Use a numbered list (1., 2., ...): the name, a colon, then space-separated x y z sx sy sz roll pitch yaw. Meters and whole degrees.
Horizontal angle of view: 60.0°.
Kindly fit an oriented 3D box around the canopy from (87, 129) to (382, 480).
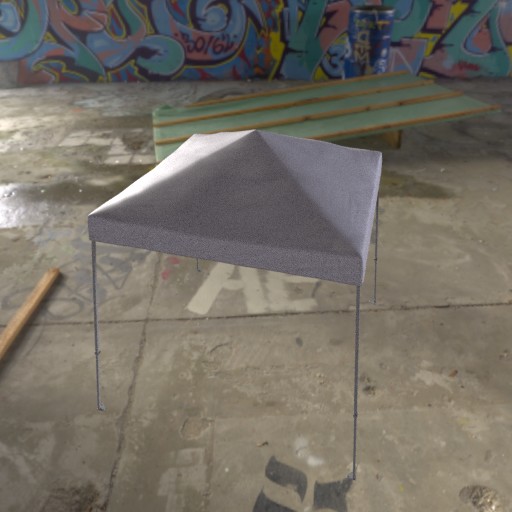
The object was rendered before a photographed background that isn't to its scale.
1. canopy: 0.000 0.000 4.973 2.850 2.850 2.849 9 34 14
